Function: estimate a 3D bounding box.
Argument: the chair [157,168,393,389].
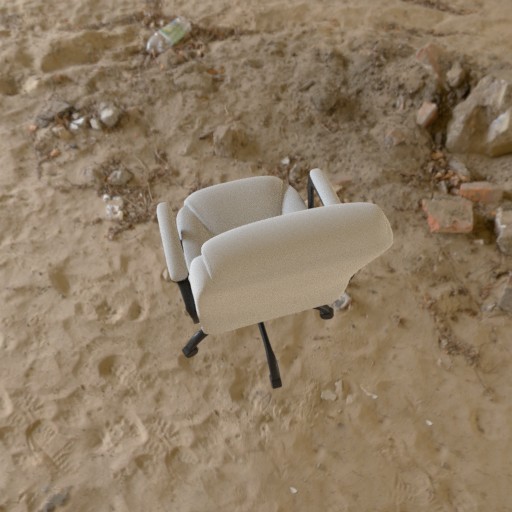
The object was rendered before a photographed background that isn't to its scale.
[{"bbox_3d":[0.000,0.000,1.461,0.663,1.065,0.669,-14,59,-8],"label":"chair"}]
